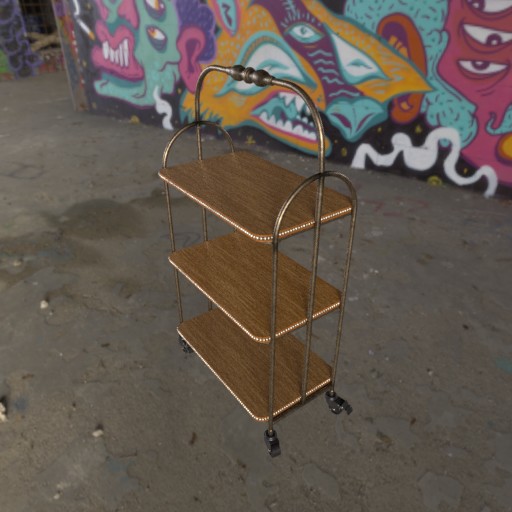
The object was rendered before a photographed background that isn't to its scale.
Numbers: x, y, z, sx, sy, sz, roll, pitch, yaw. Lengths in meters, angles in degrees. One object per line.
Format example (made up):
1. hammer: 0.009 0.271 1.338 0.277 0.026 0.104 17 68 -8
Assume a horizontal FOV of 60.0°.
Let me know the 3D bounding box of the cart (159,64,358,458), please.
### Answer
1. cart: 0.000 0.000 1.336 0.330 1.052 0.650 -21 37 -30
